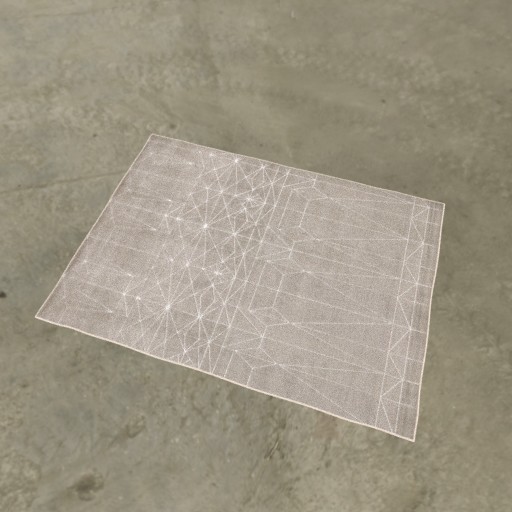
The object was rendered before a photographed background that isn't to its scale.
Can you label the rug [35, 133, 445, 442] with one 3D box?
[{"bbox_3d":[0.000,0.000,4.279,3.357,0.019,2.449,15,60,9],"label":"rug"}]
